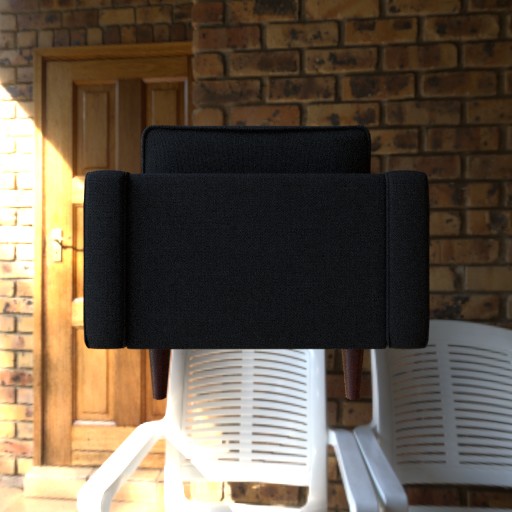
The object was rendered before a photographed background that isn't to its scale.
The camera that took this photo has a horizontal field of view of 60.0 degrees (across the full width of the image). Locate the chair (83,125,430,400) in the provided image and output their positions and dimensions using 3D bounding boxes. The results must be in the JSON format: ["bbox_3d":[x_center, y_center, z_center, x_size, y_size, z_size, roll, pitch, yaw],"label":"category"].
[{"bbox_3d":[0.000,0.000,1.568,0.899,0.770,0.919,0,0,0],"label":"chair"}]
